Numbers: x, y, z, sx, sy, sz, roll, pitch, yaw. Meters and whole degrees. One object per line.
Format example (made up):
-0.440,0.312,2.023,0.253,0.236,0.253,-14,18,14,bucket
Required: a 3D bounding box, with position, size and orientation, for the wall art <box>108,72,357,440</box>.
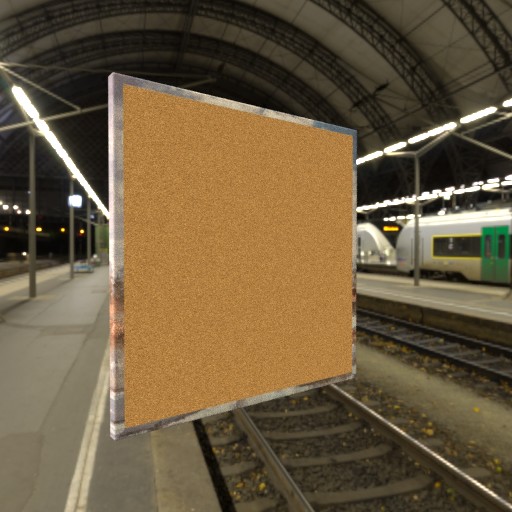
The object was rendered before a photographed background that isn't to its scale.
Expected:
0.000,0.000,1.355,0.888,0.897,0.035,-1,1,-37,wall art
